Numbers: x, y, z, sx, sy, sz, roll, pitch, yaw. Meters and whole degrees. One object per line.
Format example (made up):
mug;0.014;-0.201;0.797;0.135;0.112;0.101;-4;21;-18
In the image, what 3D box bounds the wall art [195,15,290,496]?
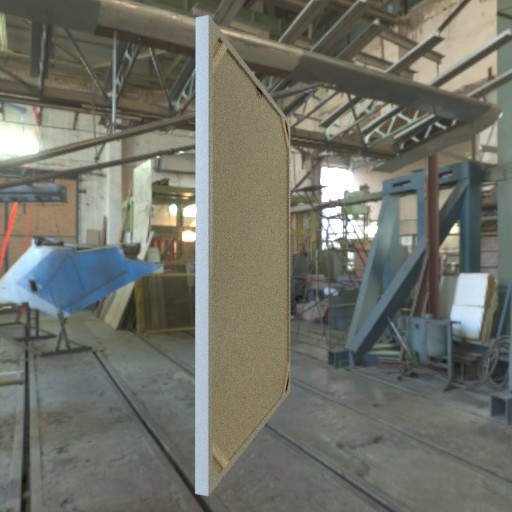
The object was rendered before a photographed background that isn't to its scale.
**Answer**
wall art;0.000;0.000;1.557;0.038;1.212;0.914;0;0;17
